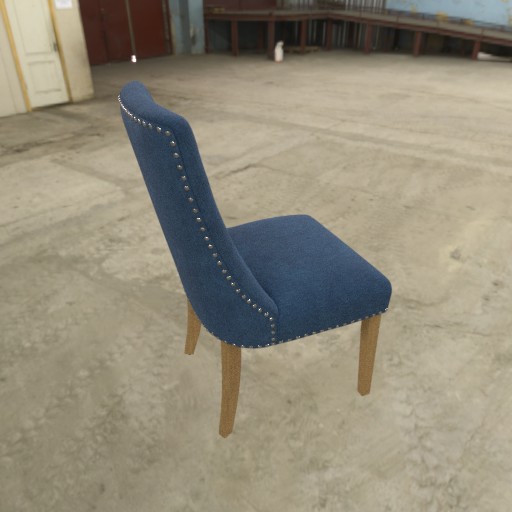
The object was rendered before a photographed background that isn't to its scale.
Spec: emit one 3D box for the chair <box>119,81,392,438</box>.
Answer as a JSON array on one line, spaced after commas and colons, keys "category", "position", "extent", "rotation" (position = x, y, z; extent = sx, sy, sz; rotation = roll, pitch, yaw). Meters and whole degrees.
[{"category": "chair", "position": [0.000, 0.000, 1.249], "extent": [0.610, 0.902, 0.495], "rotation": [-12, 32, -19]}]
